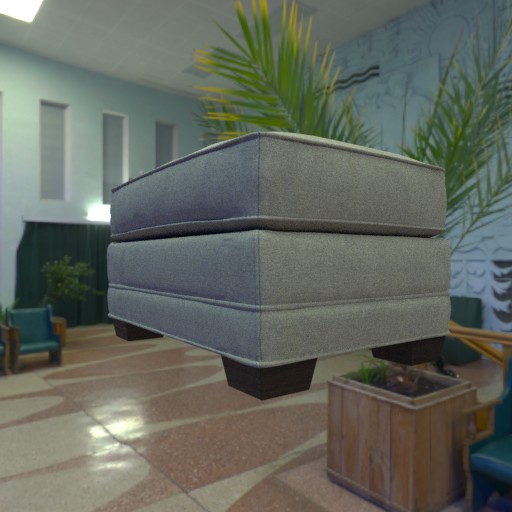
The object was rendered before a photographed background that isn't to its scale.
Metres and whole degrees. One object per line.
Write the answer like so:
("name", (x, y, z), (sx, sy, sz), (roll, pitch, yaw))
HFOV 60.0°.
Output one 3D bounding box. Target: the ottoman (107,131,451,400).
("ottoman", (0.000, 0.000, 1.243), (0.611, 0.508, 0.848), (0, 0, -35))
